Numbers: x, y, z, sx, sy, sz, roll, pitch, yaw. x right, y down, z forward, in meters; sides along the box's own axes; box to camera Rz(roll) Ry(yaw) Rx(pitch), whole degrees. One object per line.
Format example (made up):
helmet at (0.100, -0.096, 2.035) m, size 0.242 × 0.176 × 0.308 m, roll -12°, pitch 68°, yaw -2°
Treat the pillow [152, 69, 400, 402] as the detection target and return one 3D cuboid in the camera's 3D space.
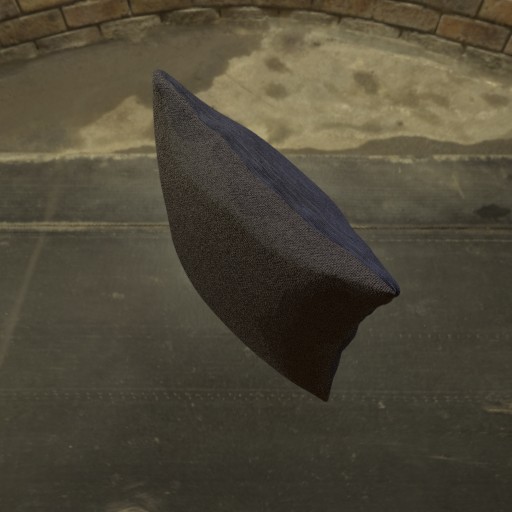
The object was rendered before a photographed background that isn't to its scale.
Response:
pillow at (0.000, 0.000, 0.702) m, size 0.204 × 0.439 × 0.452 m, roll -33°, pitch 64°, yaw -19°
